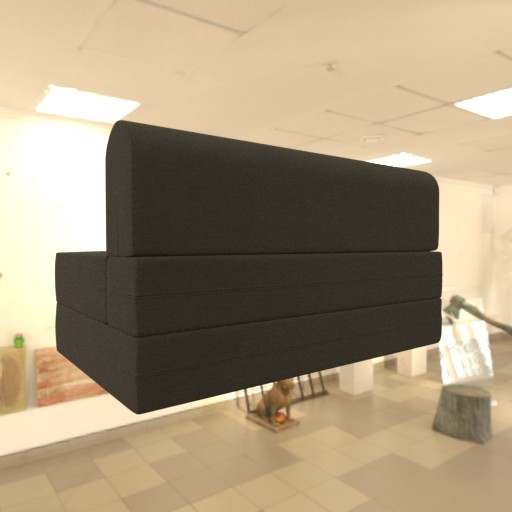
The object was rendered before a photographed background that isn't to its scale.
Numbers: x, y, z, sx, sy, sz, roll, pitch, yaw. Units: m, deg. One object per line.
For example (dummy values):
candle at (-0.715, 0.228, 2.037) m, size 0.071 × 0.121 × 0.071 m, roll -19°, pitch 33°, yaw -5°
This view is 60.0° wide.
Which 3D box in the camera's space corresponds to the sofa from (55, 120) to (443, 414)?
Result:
sofa at (0.000, 0.000, 1.632) m, size 1.225 × 0.670 × 0.762 m, roll -1°, pitch 2°, yaw -37°
